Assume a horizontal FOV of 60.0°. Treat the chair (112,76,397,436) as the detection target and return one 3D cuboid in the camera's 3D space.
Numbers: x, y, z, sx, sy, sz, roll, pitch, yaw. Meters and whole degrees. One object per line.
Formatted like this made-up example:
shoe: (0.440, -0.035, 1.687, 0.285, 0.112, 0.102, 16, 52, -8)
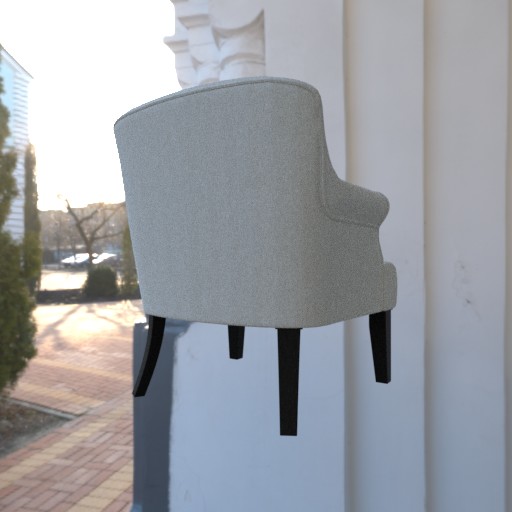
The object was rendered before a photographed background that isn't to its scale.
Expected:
chair: (0.000, 0.000, 1.458, 0.781, 0.875, 0.750, 0, 0, 34)
